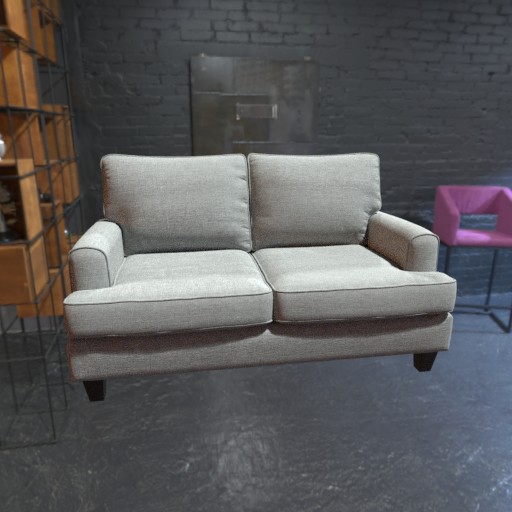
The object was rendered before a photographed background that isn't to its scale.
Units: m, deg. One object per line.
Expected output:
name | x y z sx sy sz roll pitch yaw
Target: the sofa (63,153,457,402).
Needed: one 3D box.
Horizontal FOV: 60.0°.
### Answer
sofa | 0.000 0.000 2.197 1.651 0.965 0.965 -3 16 -9
